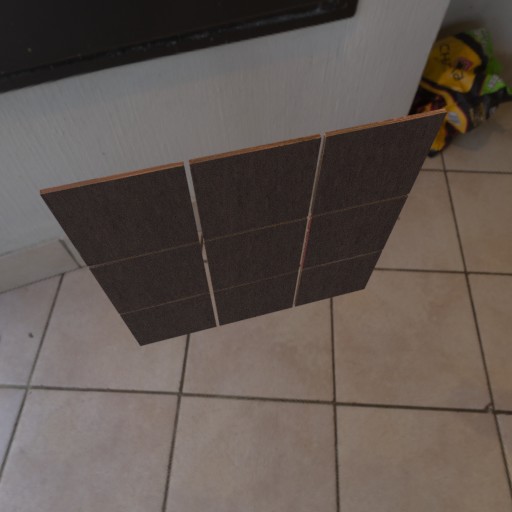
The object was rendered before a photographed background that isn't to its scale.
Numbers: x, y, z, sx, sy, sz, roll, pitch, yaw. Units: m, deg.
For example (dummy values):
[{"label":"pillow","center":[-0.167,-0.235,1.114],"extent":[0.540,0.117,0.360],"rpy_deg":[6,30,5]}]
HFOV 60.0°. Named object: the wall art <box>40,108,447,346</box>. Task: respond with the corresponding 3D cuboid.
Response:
[{"label":"wall art","center":[0.000,0.000,1.358],"extent":[0.915,0.914,0.013],"rpy_deg":[-13,60,-8]}]
